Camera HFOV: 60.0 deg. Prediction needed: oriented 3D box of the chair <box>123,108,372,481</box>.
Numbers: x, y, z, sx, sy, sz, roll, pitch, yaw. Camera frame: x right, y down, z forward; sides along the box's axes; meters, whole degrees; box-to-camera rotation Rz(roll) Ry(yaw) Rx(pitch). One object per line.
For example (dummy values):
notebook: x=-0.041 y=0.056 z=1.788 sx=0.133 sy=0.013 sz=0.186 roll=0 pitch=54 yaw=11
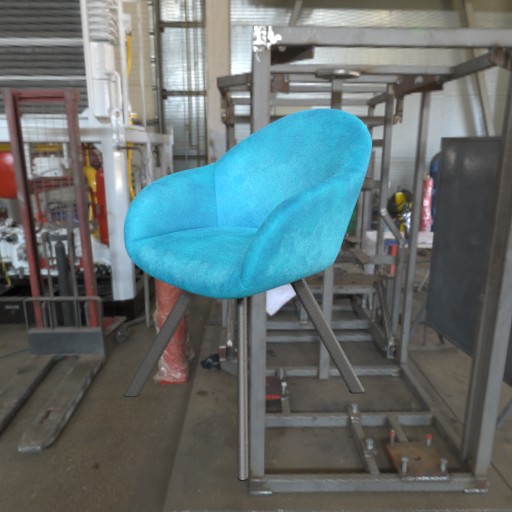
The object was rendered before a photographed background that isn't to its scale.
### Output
chair: x=0.000 y=0.000 z=1.209 sx=0.550 sy=0.795 sz=0.590 roll=13 pitch=19 yaw=42
